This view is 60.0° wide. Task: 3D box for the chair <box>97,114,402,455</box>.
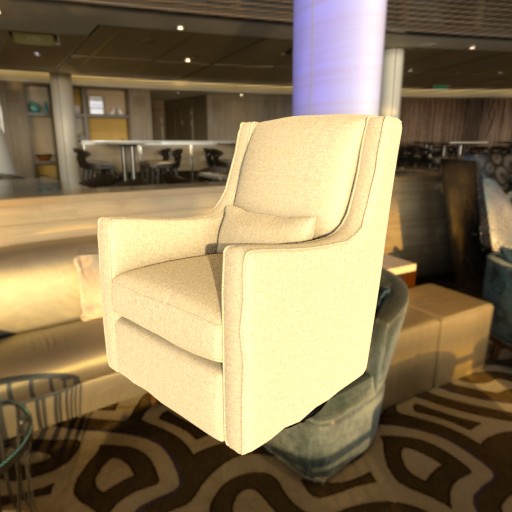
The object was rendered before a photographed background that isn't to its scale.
[{"bbox_3d":[0.000,0.000,1.589,0.732,0.993,0.879,13,19,42],"label":"chair"}]
